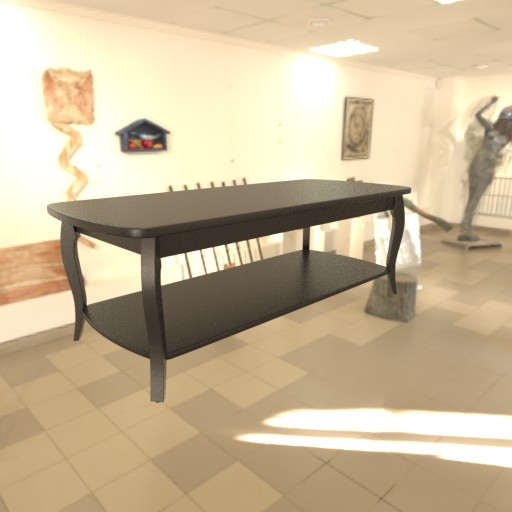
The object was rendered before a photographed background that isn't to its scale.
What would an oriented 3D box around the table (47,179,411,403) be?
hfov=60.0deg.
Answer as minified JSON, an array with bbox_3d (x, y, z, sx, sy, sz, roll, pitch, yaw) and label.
[{"bbox_3d":[0.000,0.000,1.643,1.333,0.457,0.571,-14,20,-42],"label":"table"}]
